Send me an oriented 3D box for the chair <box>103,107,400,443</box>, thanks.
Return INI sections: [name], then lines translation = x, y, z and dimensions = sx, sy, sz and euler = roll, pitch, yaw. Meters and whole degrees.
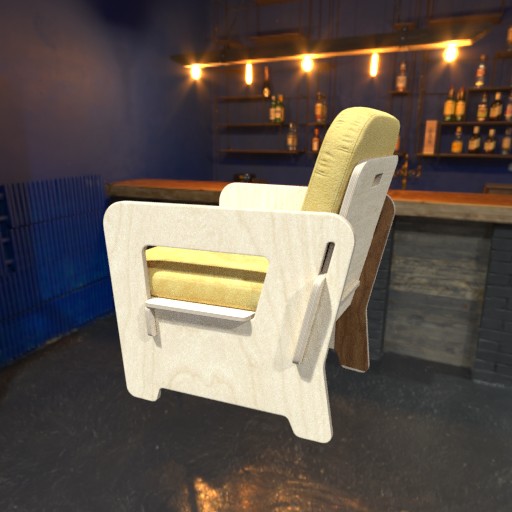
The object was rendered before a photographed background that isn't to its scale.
[chair]
translation = 0.000, 0.000, 1.301
dimensions = 0.710, 0.800, 0.590
euler = 7, 16, 26
